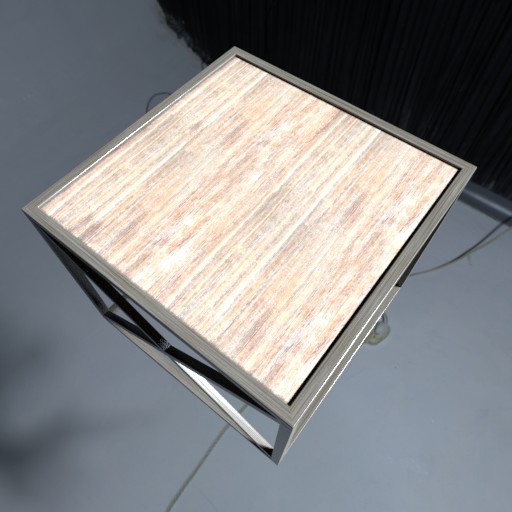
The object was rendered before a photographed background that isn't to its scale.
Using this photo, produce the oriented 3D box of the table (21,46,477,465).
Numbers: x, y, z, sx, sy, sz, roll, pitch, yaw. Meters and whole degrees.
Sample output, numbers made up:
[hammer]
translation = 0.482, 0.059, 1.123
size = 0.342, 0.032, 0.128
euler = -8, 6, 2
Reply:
[table]
translation = 0.000, 0.000, 1.050
size = 0.611, 0.507, 0.609
euler = 34, 65, 18
